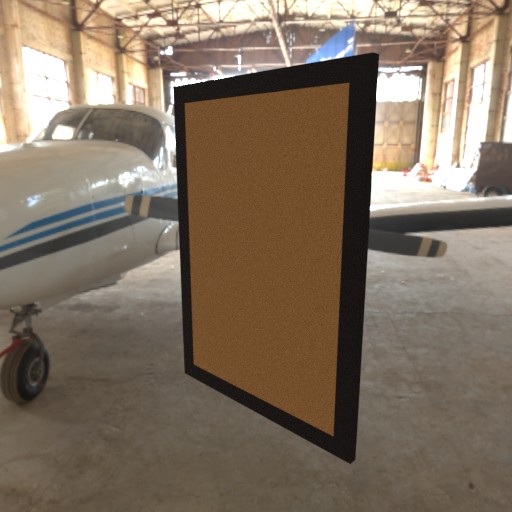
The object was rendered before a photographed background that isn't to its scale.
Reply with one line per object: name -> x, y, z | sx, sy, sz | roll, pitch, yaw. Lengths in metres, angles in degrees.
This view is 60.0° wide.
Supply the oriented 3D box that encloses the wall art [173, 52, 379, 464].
wall art -> 0.000, 0.000, 0.692 | 0.380, 0.534, 0.013 | 12, 18, 43
